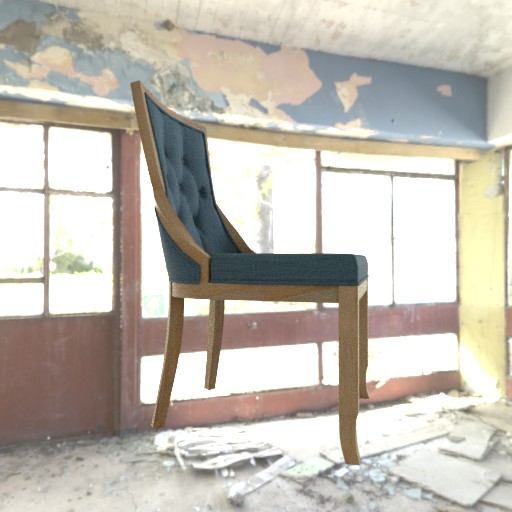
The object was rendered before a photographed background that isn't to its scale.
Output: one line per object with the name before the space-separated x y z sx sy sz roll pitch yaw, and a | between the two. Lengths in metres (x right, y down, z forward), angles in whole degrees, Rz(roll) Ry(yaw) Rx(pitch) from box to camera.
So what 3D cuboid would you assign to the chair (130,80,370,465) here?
chair | 0.000 0.000 1.335 0.641 0.947 0.524 0 0 17
